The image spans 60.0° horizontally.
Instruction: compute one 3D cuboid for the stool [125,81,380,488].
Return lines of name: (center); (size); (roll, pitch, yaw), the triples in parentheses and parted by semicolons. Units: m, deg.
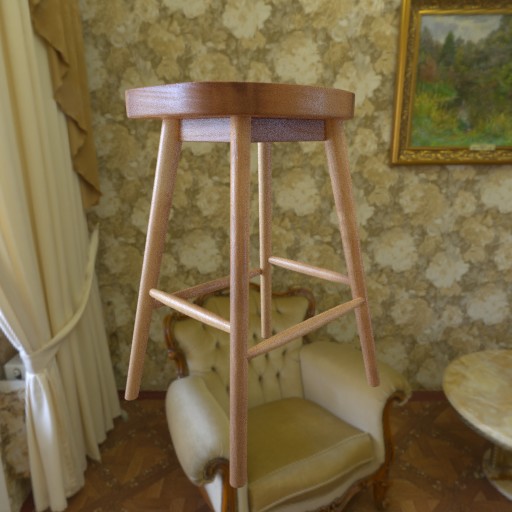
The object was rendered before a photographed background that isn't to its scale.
stool: (0.000, 0.000, 0.885); (0.440, 0.615, 0.361); (-15, 21, -43)
